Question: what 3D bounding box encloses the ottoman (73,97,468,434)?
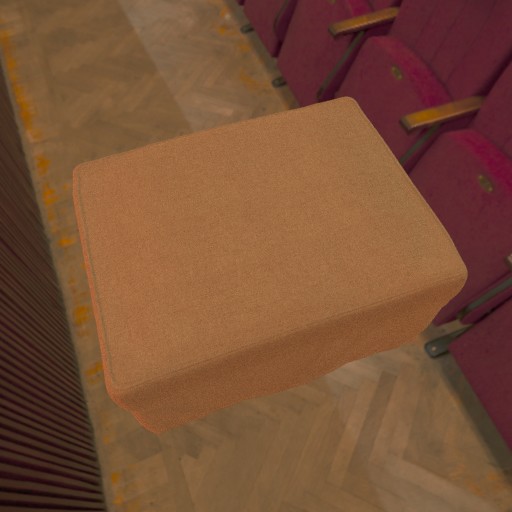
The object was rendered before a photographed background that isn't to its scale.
[{"bbox_3d":[0.000,0.000,1.233,0.833,0.485,0.650,-17,60,-10],"label":"ottoman"}]
